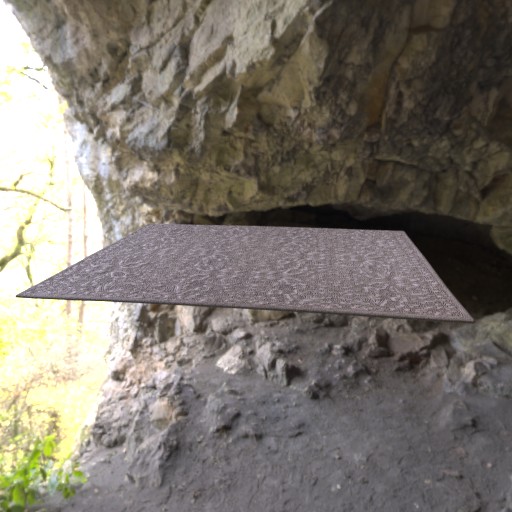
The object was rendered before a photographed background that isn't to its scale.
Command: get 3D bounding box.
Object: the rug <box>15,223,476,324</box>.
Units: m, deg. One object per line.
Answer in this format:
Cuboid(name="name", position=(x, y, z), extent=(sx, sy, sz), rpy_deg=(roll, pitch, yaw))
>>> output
Cuboid(name="rug", position=(0.000, 0.000, 4.018), extent=(3.017, 0.035, 2.472), rpy_deg=(2, 16, 8))
